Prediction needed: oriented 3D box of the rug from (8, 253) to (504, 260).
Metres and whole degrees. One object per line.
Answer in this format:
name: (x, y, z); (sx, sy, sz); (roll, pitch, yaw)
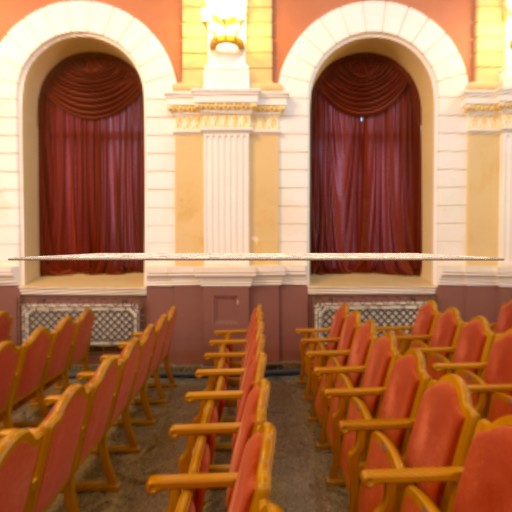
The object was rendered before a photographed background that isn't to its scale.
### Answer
rug: (0.000, 0.000, 1.387); (1.219, 0.007, 0.604); (0, 1, 0)
